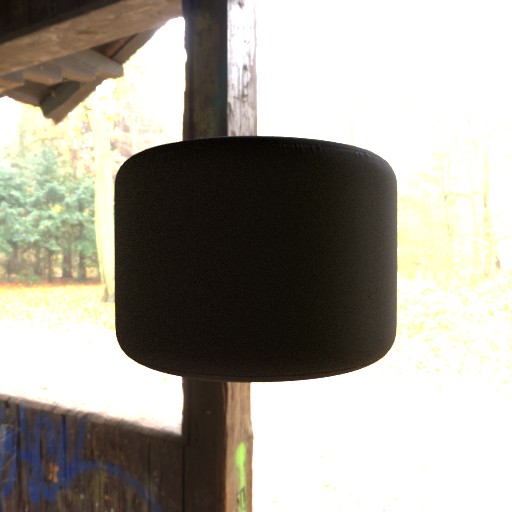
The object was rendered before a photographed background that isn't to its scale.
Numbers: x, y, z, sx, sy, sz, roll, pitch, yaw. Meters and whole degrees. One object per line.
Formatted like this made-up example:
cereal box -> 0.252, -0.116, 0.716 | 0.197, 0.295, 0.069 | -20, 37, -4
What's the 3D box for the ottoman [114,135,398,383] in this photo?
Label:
ottoman -> 0.000, 0.000, 0.999 | 0.608, 0.433, 0.608 | 0, 1, 0
